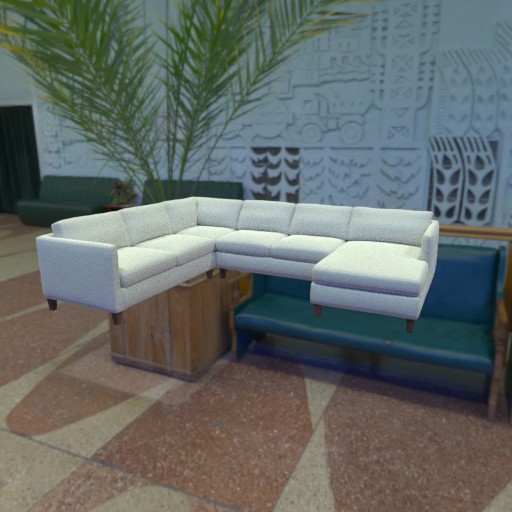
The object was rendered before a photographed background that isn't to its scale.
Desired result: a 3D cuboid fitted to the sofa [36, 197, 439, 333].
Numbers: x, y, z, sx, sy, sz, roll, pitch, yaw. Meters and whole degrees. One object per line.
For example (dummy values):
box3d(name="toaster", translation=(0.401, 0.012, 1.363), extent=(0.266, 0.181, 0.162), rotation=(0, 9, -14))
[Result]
box3d(name="sofa", translation=(0.000, 0.000, 4.451), extent=(3.238, 0.853, 2.551), rotation=(7, 16, 25))
